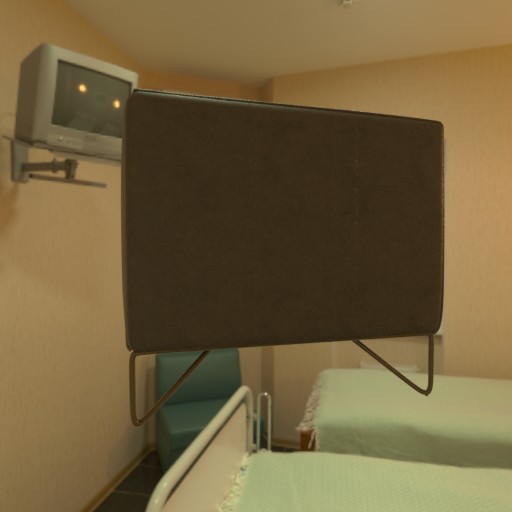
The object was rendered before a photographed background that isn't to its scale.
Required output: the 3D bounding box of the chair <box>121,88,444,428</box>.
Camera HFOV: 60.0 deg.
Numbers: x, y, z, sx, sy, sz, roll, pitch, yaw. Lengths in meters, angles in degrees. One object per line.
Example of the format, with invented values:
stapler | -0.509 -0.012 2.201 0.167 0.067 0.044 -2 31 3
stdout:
chair | 0.000 0.000 1.540 0.894 0.790 0.880 0 1 -17
